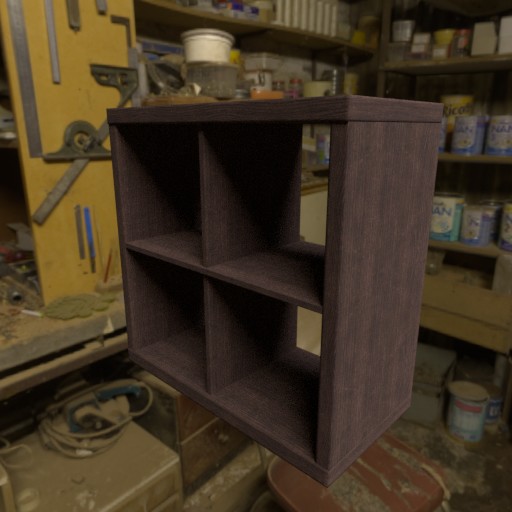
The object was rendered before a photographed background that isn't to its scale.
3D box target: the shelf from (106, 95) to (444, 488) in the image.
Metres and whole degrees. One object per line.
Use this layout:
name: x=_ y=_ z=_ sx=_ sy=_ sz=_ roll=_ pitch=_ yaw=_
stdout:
shelf: x=0.000 y=0.000 z=1.228 sx=0.790 sy=0.786 sz=0.390 roll=15 pitch=22 yaw=41
